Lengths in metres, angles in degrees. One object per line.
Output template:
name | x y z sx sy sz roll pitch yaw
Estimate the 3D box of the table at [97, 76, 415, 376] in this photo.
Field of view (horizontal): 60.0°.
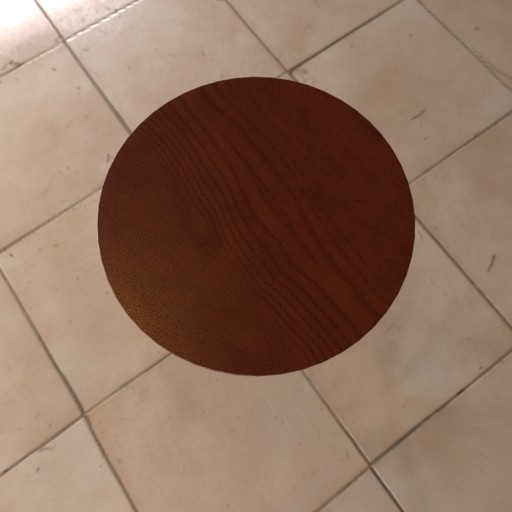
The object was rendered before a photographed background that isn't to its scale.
table | 0.000 0.000 1.125 0.597 0.612 0.597 0 74 0
